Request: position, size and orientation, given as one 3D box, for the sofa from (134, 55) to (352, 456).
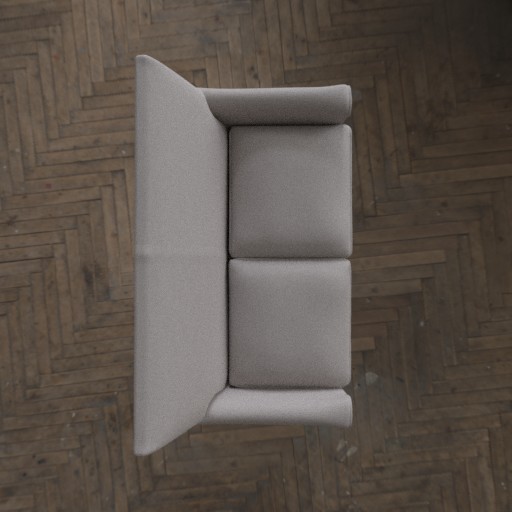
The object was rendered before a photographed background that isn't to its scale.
[{"bbox_3d":[0.000,0.000,2.056,0.888,0.890,1.482,0,89,1],"label":"sofa"}]
